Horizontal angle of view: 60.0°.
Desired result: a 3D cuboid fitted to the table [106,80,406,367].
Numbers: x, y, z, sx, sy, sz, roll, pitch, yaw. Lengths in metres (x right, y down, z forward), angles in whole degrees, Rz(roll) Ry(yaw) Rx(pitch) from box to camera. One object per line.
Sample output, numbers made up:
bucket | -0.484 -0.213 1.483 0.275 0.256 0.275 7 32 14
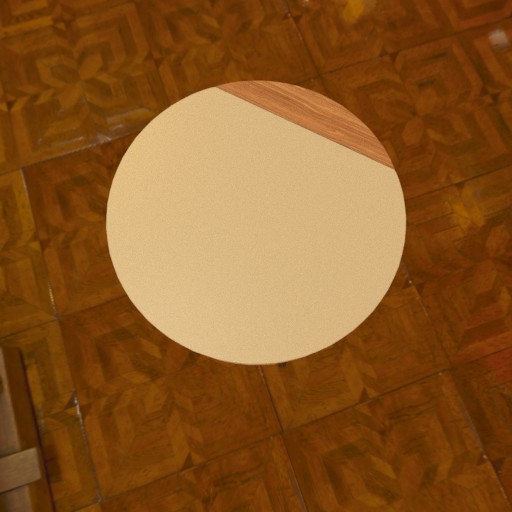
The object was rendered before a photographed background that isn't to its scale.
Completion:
table | 0.000 0.000 0.895 0.450 0.525 0.450 0 75 0
